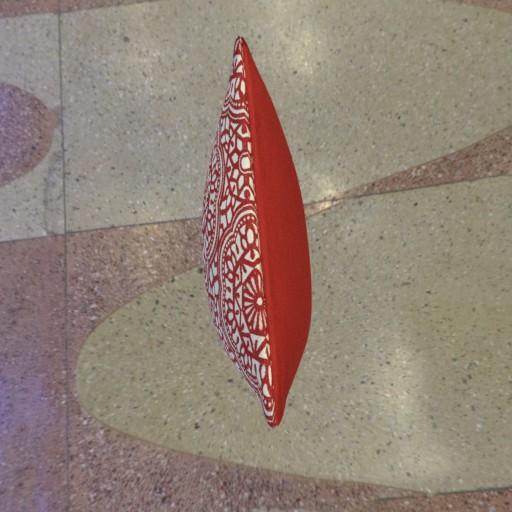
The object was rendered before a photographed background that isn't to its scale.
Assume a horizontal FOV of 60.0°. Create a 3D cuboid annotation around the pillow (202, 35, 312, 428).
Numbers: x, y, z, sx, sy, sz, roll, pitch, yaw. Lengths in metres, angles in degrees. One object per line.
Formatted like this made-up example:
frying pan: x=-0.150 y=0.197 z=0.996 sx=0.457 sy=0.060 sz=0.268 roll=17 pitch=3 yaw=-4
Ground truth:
pillow: x=0.000 y=0.000 z=0.668 sx=0.162 sy=0.419 sz=0.438 roll=-5 pitch=76 yaw=-1
